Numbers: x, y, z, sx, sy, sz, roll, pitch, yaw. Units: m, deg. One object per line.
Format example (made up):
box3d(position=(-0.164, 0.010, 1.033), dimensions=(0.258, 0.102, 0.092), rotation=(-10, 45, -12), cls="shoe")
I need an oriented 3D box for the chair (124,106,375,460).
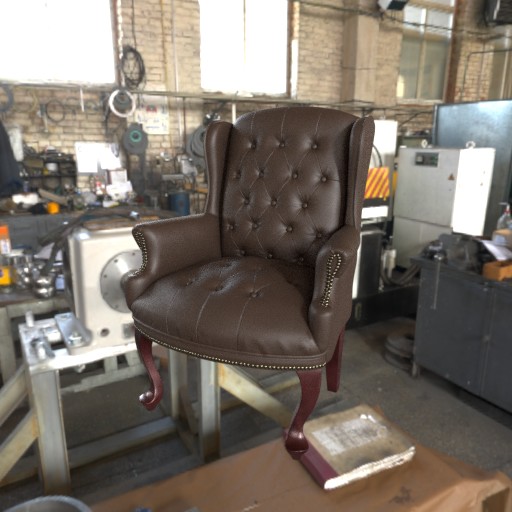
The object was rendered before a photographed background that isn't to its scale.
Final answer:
box3d(position=(0.000, 0.000, 1.694), dimensions=(0.829, 1.132, 0.819), rotation=(7, 16, 26), cls="chair")
